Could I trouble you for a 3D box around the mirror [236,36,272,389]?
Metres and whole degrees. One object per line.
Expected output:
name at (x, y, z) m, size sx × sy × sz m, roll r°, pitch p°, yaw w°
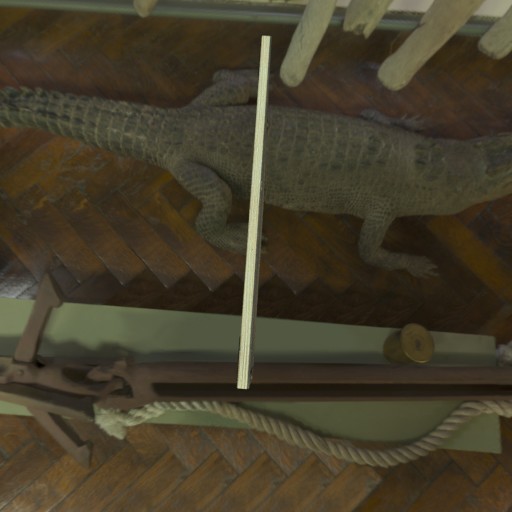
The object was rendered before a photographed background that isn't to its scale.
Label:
mirror at (0.000, 0.000, 1.323) m, size 0.025 × 0.996 × 0.705 m, roll 4°, pitch 77°, yaw 1°
